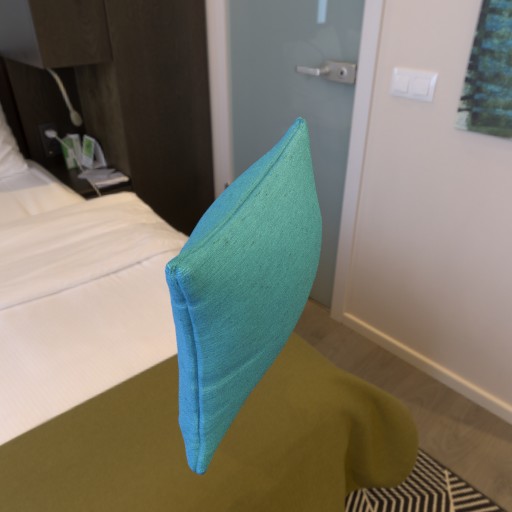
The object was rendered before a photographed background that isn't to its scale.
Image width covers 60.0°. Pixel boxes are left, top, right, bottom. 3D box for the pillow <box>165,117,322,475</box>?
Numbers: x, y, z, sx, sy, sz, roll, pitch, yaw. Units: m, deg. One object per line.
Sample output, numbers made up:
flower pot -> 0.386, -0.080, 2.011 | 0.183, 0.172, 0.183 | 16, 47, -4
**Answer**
pillow -> 0.000, 0.000, 0.782 | 0.210, 0.338, 0.633 | 9, 32, 14
